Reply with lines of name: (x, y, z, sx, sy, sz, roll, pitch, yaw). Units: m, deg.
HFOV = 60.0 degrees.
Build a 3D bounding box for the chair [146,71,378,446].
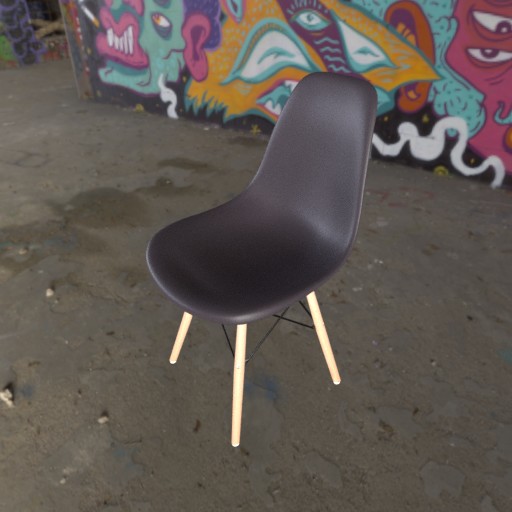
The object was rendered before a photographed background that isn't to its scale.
chair: (0.000, 0.000, 1.148, 0.533, 0.825, 0.470, -21, 38, -29)
